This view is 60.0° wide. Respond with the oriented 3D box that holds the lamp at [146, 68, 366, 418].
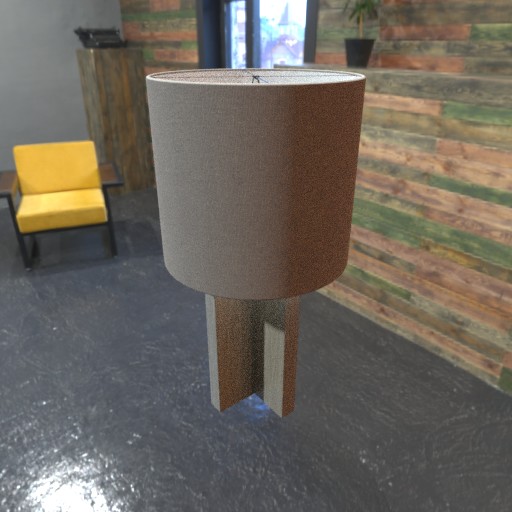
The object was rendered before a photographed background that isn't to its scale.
[{"bbox_3d":[0.000,0.000,0.564,0.229,0.428,0.229,-19,32,-34],"label":"lamp"}]
